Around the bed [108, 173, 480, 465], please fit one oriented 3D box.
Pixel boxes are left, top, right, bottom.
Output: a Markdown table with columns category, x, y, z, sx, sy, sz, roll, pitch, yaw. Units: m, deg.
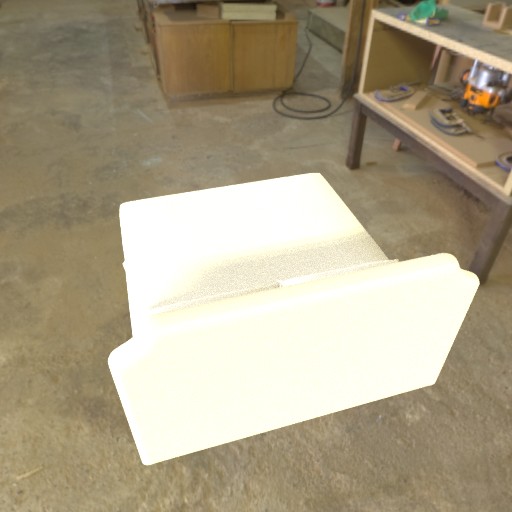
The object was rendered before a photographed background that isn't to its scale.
| category | x | y | z | sx | sy | sz | roll | pitch | yaw |
| --- | --- | --- | --- | --- | --- | --- | --- | --- | --- |
| bed | 0.000 | 0.000 | 3.466 | 2.160 | 1.301 | 2.204 | -11 | 42 | -12 |
